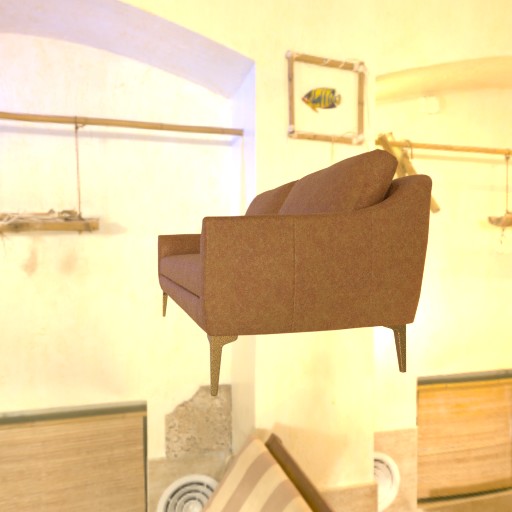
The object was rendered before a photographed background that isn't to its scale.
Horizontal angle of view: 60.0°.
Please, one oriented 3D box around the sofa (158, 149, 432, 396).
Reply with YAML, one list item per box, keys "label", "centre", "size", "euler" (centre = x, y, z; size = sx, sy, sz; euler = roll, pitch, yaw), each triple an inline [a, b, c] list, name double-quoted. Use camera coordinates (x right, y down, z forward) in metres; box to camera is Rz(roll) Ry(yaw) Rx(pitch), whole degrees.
- label: "sofa"
  centre: [0.000, 0.000, 2.589]
  size: [0.981, 0.945, 2.036]
  euler: [0, 1, -17]
